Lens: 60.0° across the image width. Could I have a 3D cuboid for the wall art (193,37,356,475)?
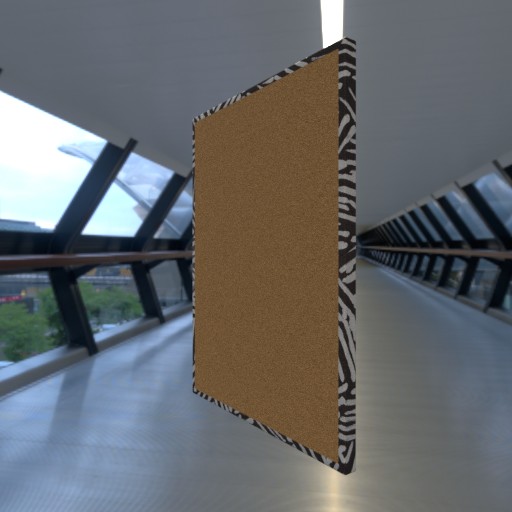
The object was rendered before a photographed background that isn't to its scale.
[{"bbox_3d":[0.000,0.000,1.346,0.038,1.017,0.765,0,0,-35],"label":"wall art"}]
